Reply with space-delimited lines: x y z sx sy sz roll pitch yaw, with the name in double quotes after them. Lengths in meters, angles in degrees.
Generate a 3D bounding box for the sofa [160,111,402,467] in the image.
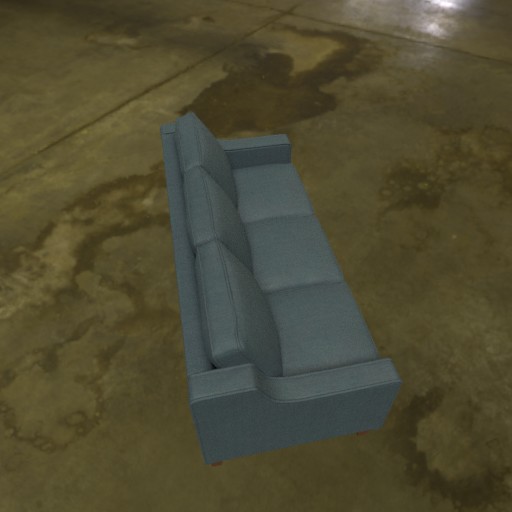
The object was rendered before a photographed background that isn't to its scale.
0.000 0.000 2.597 0.911 0.974 1.986 -8 47 -8 "sofa"
